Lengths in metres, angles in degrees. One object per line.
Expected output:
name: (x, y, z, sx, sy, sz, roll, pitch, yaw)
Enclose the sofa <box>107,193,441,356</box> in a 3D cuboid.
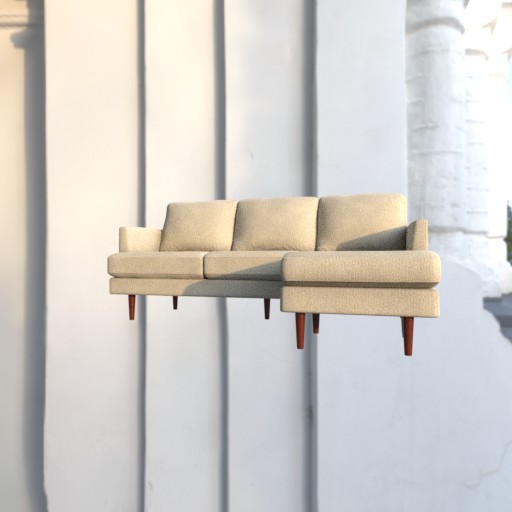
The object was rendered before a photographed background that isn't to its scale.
sofa: (0.000, 0.000, 3.059, 2.233, 0.956, 1.504, 0, 0, 17)
